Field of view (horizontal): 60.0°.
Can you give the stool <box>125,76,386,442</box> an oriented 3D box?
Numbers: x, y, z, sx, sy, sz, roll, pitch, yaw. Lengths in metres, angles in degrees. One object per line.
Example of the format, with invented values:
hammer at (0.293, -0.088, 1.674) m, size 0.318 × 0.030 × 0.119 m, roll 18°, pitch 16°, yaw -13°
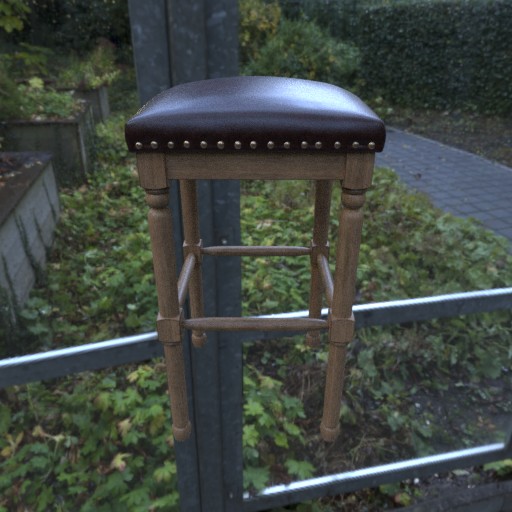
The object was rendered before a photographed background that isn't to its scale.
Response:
stool at (0.000, 0.000, 0.935) m, size 0.382 × 0.702 × 0.383 m, roll 0°, pitch 26°, yaw 0°
